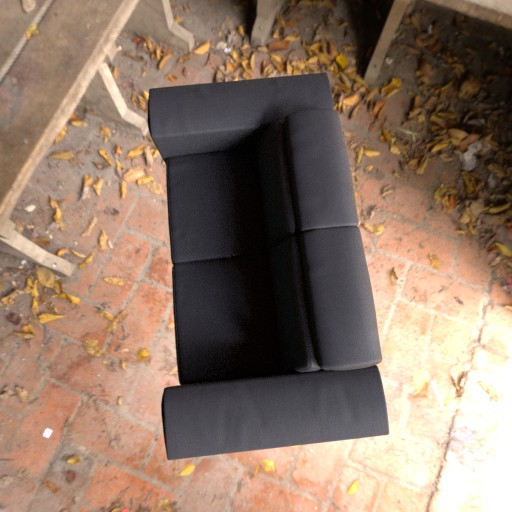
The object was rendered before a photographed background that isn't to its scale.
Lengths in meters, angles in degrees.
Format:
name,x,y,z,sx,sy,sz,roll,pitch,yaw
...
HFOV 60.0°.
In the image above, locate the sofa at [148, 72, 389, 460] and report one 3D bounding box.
name,x,y,z,sx,sy,sz,roll,pitch,yaw
sofa,0.000,0.000,2.391,1.003,0.779,1.895,-6,75,-2
